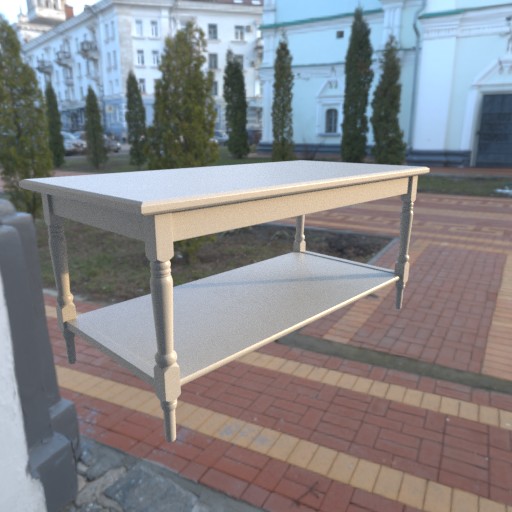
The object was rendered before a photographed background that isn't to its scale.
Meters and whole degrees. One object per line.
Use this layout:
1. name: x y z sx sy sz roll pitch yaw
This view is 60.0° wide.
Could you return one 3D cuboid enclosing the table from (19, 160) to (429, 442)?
1. table: 0.000 0.000 1.355 0.551 0.506 1.109 14 21 42
